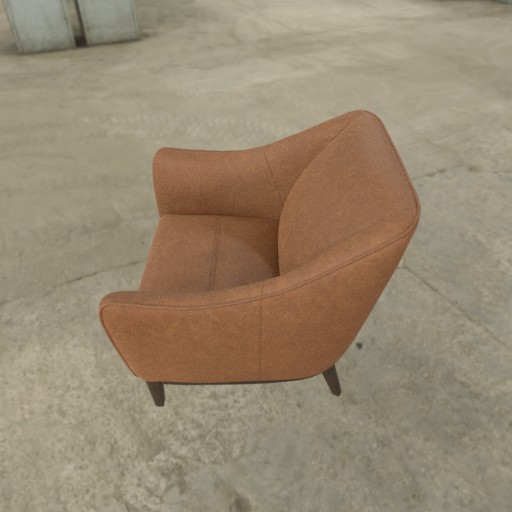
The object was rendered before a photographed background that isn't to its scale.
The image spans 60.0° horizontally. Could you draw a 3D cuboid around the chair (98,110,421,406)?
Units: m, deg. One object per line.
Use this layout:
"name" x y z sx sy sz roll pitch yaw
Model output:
"chair" 0.000 0.000 1.586 0.852 0.830 0.871 0 41 0
